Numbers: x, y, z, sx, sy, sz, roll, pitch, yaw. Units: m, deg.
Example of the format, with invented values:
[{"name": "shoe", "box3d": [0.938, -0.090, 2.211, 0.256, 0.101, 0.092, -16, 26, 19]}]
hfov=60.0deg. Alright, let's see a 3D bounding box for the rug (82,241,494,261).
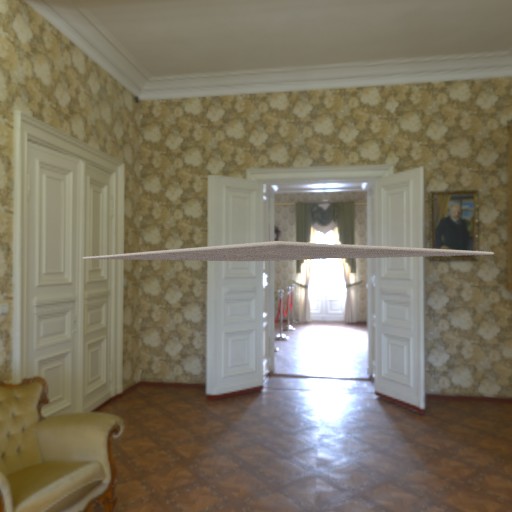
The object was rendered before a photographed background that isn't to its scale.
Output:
[{"name": "rug", "box3d": [0.000, 0.000, 2.849, 1.528, 0.014, 2.294, 1, -2, -37]}]
